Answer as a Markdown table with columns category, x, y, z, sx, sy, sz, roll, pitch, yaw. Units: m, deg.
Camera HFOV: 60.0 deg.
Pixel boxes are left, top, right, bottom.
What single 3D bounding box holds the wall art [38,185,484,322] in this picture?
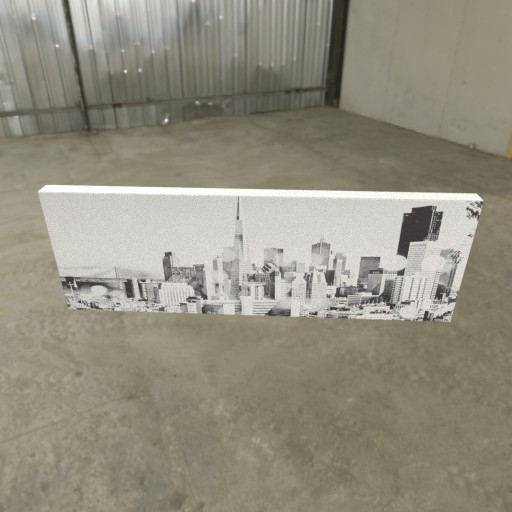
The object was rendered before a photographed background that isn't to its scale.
| category | x | y | z | sx | sy | sz | roll | pitch | yaw |
| --- | --- | --- | --- | --- | --- | --- | --- | --- | --- |
| wall art | 0.000 | 0.000 | 0.839 | 0.766 | 0.256 | 0.036 | 2 | 30 | 3 |
